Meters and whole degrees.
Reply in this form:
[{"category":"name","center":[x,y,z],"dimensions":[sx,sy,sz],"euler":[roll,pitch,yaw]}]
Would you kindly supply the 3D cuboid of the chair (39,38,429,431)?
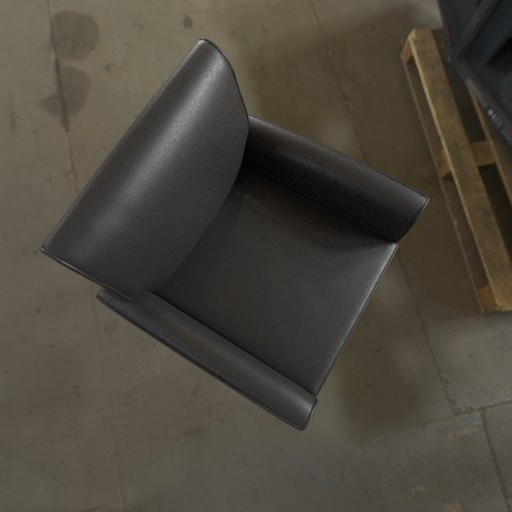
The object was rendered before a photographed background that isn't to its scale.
[{"category":"chair","center":[0.000,0.000,1.533],"dimensions":[0.819,0.916,0.820],"euler":[30,77,8]}]
